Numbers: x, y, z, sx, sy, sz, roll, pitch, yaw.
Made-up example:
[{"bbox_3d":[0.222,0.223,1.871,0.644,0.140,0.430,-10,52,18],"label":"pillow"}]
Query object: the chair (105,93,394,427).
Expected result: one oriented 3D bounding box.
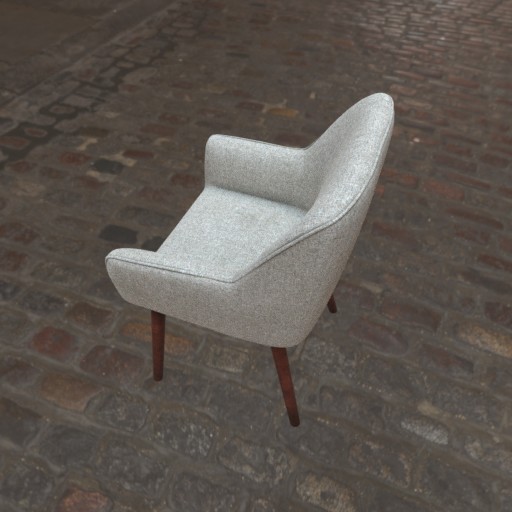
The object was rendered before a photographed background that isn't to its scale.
[{"bbox_3d":[0.000,0.000,1.169,0.519,0.803,0.543,16,48,15],"label":"chair"}]
